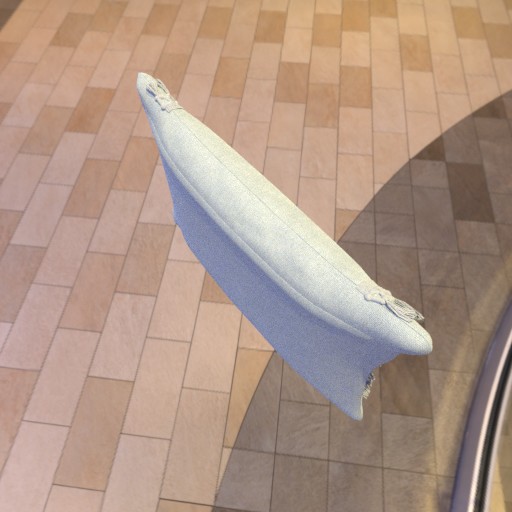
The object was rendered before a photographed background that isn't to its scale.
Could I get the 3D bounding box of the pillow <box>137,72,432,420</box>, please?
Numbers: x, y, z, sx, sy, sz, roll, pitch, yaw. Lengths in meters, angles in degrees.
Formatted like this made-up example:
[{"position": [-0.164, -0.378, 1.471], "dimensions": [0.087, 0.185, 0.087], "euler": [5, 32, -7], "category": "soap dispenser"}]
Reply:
[{"position": [0.000, 0.000, 0.586], "dimensions": [0.084, 0.305, 0.466], "euler": [-35, 65, -19], "category": "pillow"}]
